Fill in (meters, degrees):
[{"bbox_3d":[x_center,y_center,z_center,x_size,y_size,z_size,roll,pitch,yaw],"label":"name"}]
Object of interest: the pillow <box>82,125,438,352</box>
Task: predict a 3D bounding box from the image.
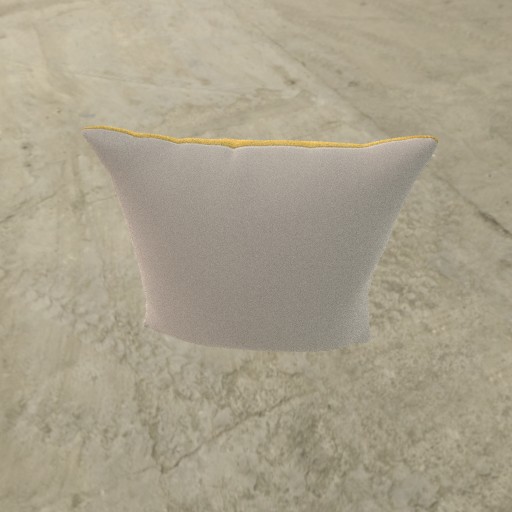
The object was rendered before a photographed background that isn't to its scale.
[{"bbox_3d":[0.000,0.000,0.715,0.450,0.450,0.211,3,47,2],"label":"pillow"}]
